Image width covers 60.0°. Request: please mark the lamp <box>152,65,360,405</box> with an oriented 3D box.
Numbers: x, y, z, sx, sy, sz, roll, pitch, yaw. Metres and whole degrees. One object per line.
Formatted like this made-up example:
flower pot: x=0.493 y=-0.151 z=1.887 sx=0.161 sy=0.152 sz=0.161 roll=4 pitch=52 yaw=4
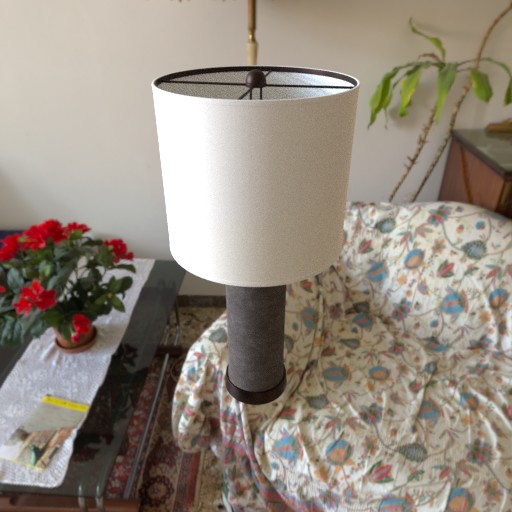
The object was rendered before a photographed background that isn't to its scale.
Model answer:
lamp: x=0.000 y=0.000 z=0.805 sx=0.301 sy=0.630 sz=0.301 roll=-19 pitch=35 yaw=-29
